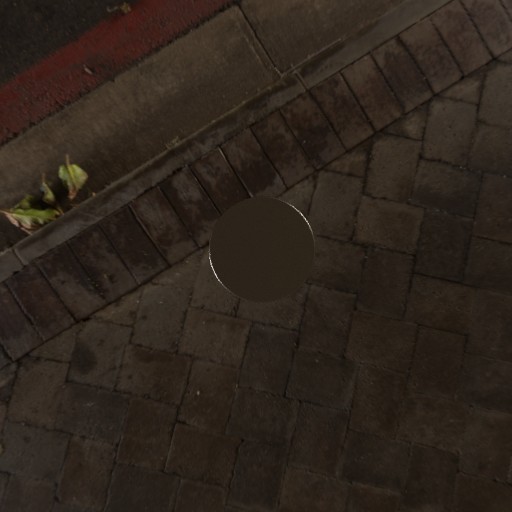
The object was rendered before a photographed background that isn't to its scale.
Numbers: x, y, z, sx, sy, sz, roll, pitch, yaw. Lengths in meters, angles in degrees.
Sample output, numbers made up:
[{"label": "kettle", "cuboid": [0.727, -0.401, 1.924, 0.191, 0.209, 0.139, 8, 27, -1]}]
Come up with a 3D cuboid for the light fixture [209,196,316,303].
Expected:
[{"label": "light fixture", "cuboid": [0.000, 0.000, 0.840, 0.139, 0.764, 0.139, 0, 89, -1]}]
